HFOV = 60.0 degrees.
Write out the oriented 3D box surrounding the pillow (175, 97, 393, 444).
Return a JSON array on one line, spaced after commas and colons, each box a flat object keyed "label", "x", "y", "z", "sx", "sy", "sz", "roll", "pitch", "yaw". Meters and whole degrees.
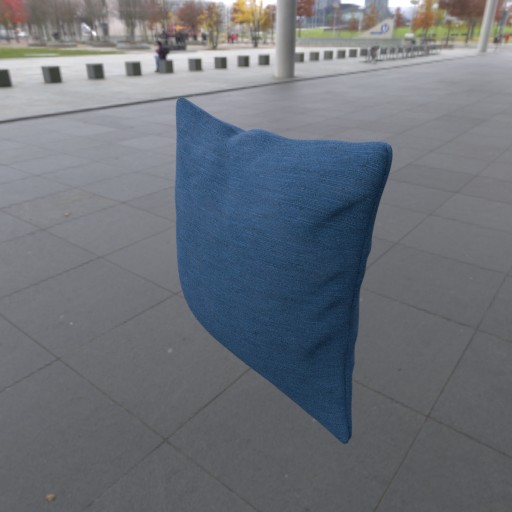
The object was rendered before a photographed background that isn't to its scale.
[{"label": "pillow", "x": 0.000, "y": 0.000, "z": 0.679, "sx": 0.177, "sy": 0.420, "sz": 0.437, "roll": -19, "pitch": 32, "yaw": -33}]
